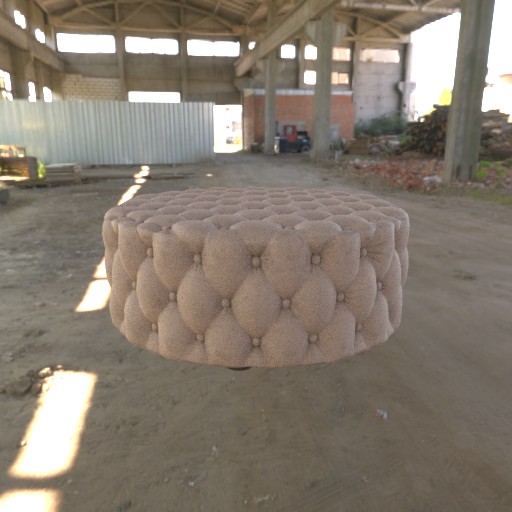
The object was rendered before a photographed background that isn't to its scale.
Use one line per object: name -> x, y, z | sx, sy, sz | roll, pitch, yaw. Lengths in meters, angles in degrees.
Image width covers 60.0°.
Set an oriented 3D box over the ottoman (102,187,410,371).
ottoman -> 0.000, 0.000, 1.531 | 0.998, 0.399, 0.998 | 0, 15, 0
